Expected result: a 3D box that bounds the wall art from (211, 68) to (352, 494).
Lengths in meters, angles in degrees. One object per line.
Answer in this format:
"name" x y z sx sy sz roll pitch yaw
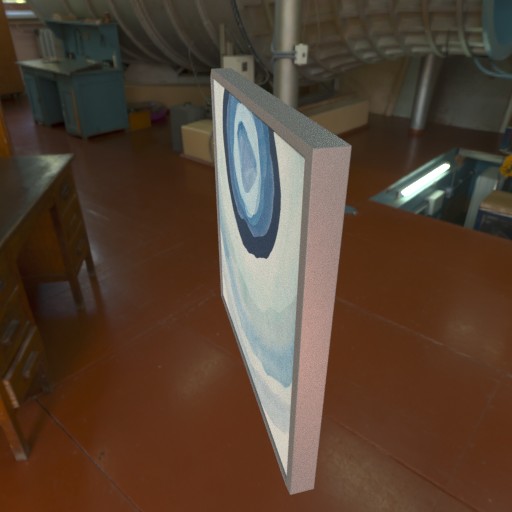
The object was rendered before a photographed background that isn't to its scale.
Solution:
"wall art" 0.000 0.000 0.499 0.028 0.349 0.349 -8 31 -13
